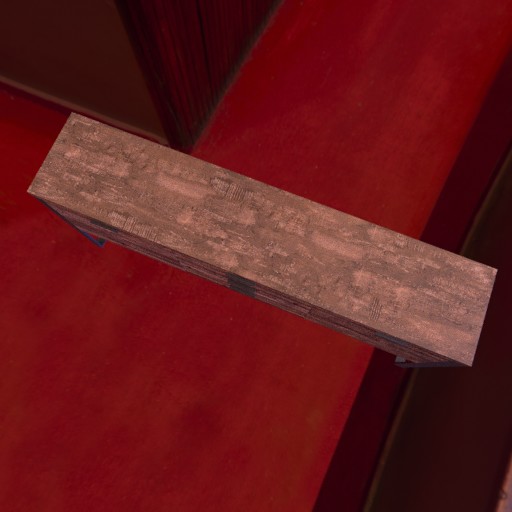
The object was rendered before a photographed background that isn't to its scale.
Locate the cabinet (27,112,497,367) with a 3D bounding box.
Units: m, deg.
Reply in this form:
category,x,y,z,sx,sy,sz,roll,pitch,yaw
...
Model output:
category,x,y,z,sx,sy,sz,roll,pitch,yaw
cabinet,0.000,0.000,2.075,1.800,0.762,0.395,21,77,5
